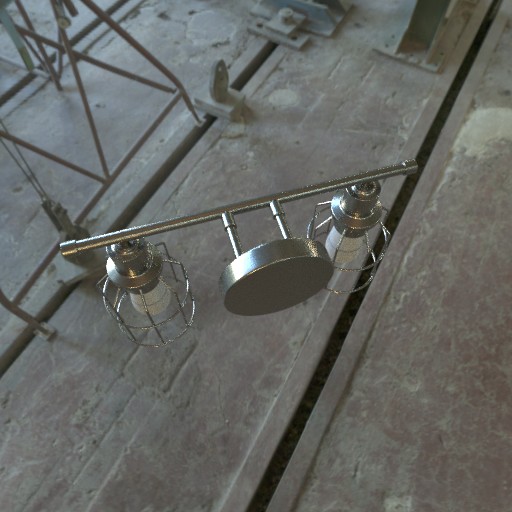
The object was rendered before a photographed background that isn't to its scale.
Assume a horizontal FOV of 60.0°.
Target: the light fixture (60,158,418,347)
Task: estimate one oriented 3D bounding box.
[{"bbox_3d":[0.000,0.000,0.541,0.406,0.254,0.165,-15,61,-8],"label":"light fixture"}]
